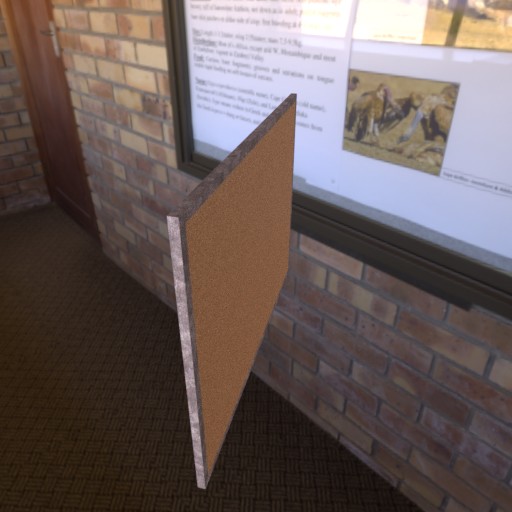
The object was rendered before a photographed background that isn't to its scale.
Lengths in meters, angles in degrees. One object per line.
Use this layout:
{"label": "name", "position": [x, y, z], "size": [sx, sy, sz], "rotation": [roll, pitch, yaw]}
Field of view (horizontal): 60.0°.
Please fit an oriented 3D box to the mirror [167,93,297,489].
{"label": "mirror", "position": [0.000, 0.000, 1.424], "size": [0.022, 0.795, 1.101], "rotation": [8, 32, 13]}
